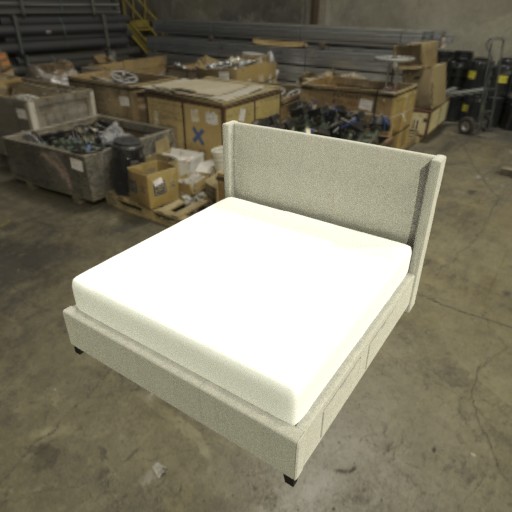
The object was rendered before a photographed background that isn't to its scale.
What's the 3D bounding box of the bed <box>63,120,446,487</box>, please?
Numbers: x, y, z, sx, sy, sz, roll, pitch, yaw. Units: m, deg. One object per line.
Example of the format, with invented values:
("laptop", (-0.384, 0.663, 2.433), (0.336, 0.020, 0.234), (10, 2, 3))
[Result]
("bed", (0.000, 0.000, 3.609), (2.140, 1.470, 2.280), (19, 35, 29))
